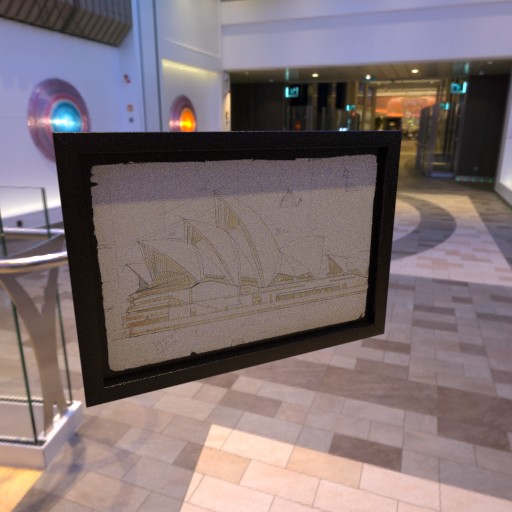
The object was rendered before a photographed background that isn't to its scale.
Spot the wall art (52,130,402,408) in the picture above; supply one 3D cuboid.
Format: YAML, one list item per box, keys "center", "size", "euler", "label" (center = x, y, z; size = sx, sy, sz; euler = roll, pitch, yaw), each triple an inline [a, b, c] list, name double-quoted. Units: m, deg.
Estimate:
- center: [0.000, 0.000, 0.566]
  size: [0.440, 0.306, 0.013]
  euler: [-8, 18, -25]
  label: "wall art"
